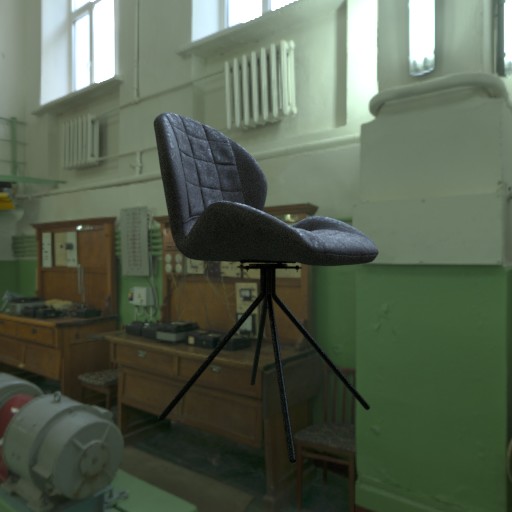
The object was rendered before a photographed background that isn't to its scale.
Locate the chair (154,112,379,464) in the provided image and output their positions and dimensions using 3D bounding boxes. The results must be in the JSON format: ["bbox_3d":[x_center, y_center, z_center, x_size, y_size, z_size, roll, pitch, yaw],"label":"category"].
[{"bbox_3d":[0.000,0.000,1.323,0.640,0.934,0.527,0,0,36],"label":"chair"}]
